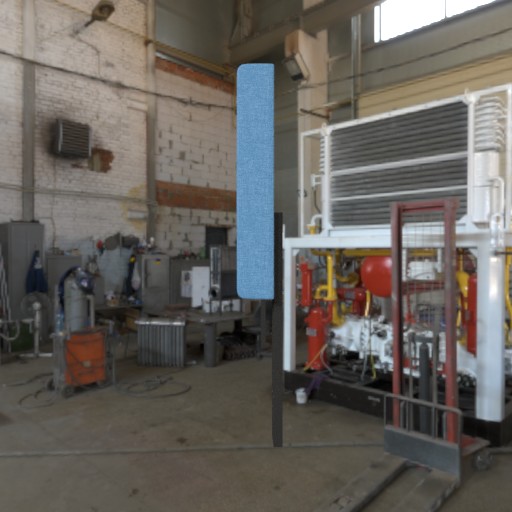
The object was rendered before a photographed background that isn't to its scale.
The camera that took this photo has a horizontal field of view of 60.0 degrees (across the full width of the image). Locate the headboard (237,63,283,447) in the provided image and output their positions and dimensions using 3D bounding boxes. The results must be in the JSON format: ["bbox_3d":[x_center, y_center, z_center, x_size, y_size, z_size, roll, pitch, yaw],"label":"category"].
[{"bbox_3d":[0.000,0.000,2.759,0.184,1.524,2.051,0,1,-1],"label":"headboard"}]
